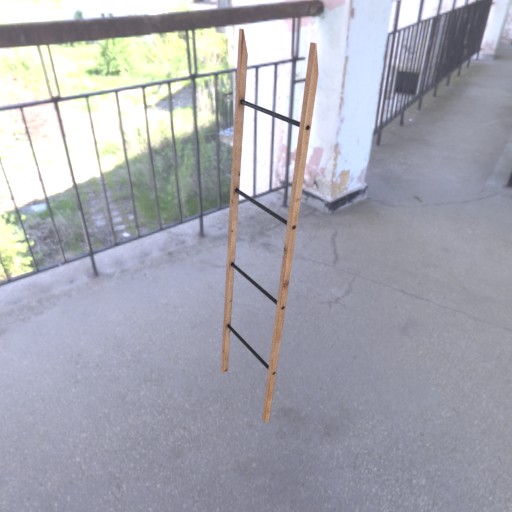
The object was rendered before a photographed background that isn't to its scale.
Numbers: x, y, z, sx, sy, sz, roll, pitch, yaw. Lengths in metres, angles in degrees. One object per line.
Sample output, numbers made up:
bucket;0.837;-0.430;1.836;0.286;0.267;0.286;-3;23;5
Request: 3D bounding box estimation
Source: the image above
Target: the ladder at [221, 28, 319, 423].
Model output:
ladder;0.000;0.000;2.020;0.200;1.805;0.442;-22;40;-29
